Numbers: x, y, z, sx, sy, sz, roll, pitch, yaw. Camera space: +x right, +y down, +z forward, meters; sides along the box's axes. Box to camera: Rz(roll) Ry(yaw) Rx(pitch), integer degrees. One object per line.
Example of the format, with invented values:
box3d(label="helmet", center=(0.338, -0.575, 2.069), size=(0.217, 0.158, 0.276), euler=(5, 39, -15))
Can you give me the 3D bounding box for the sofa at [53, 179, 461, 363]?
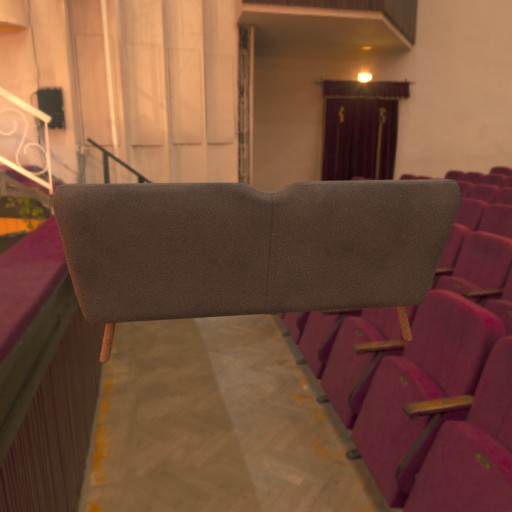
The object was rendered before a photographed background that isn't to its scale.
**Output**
box3d(label="sofa", center=(0.000, 0.000, 2.261), size=(1.870, 0.810, 0.850), euler=(-2, 14, -9))
